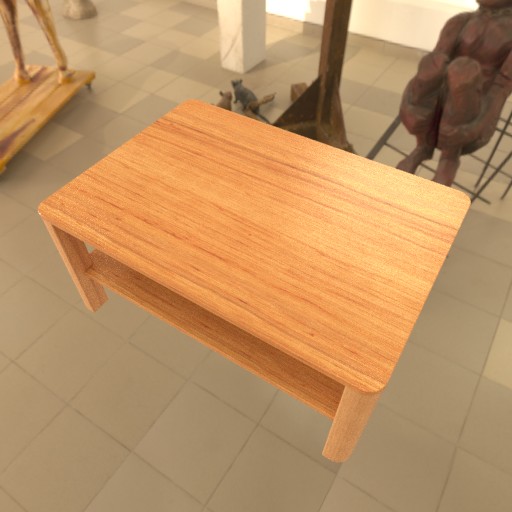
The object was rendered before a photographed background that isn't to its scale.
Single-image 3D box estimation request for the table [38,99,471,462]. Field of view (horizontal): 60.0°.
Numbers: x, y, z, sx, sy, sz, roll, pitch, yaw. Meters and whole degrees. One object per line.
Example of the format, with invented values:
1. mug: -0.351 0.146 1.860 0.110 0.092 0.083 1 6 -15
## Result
1. table: 0.000 0.000 1.380 0.997 0.445 0.696 25 53 21
